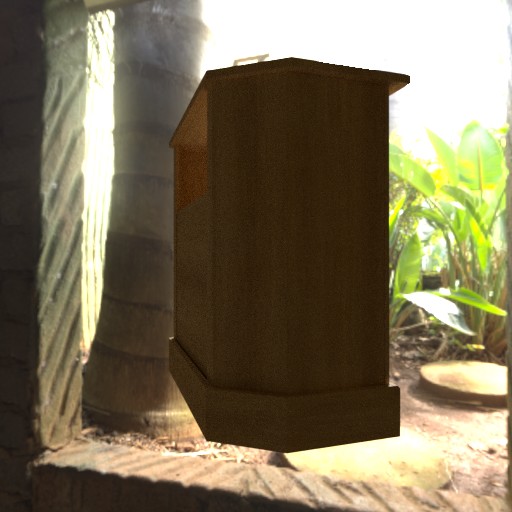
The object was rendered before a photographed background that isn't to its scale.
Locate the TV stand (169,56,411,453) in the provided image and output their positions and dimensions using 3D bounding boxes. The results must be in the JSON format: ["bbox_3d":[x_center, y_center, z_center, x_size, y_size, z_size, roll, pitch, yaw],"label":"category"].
[{"bbox_3d":[0.000,0.000,1.294,0.425,0.781,0.851,0,0,-18],"label":"TV stand"}]
